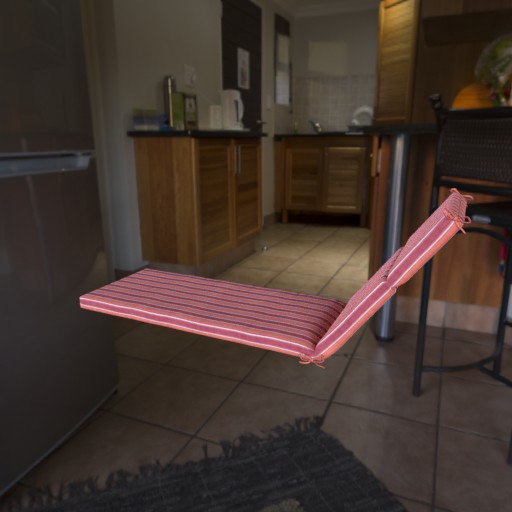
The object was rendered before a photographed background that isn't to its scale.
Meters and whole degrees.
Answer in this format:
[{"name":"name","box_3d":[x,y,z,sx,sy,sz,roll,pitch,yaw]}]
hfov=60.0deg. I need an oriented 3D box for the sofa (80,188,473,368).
[{"name":"sofa","box_3d":[0.000,0.000,1.952,1.663,0.622,0.582,7,18,24]}]
